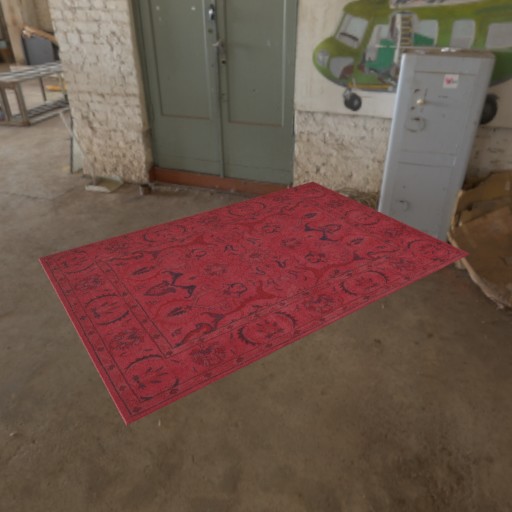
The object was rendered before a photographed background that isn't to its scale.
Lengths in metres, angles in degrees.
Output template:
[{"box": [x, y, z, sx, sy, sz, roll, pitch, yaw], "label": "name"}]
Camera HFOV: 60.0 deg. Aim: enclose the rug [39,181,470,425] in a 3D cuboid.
[{"box": [0.000, 0.000, 2.238, 1.814, 0.008, 1.209, -20, 36, -29], "label": "rug"}]
